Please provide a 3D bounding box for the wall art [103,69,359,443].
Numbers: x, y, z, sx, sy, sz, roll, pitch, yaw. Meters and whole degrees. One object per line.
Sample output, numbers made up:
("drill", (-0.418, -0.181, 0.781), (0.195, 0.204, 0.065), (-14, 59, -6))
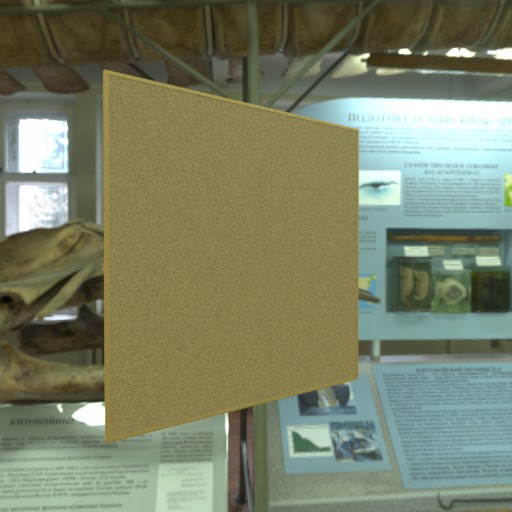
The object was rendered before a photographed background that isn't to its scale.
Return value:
("wall art", (0.000, 0.000, 1.424), (0.962, 0.959, 0.013), (-1, 1, -36))
